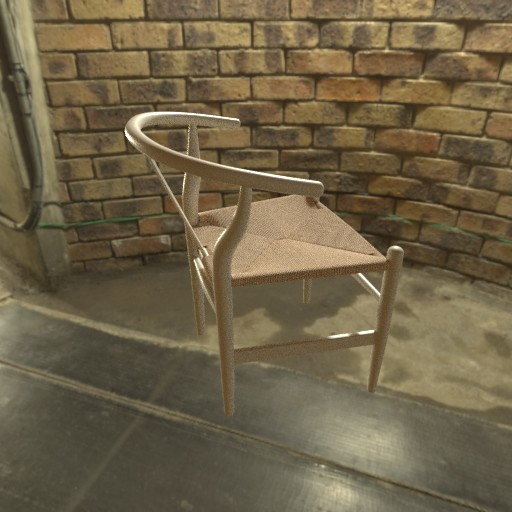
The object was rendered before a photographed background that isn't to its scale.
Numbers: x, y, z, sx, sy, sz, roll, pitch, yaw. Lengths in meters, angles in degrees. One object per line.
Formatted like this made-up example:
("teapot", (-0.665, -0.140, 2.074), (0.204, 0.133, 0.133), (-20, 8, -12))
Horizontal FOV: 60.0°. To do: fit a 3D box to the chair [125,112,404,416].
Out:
("chair", (0.000, 0.000, 1.187), (0.579, 0.730, 0.569), (-9, 31, -16))
